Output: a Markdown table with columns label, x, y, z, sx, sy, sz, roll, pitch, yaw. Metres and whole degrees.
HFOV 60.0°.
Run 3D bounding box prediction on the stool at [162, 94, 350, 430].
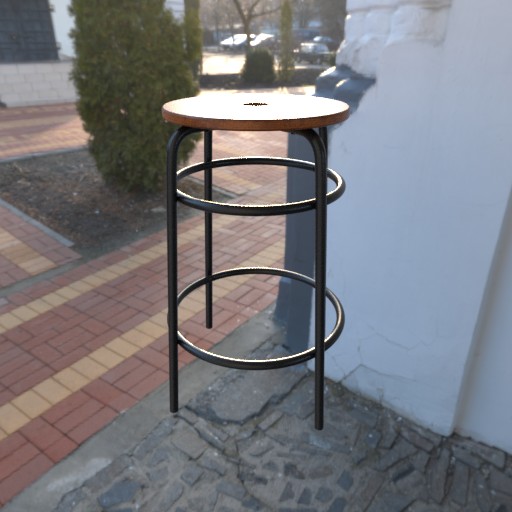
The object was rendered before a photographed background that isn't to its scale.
| label | x | y | z | sx | sy | sz | roll | pitch | yaw |
| --- | --- | --- | --- | --- | --- | --- | --- | --- | --- |
| stool | 0.000 | 0.000 | 0.934 | 0.455 | 0.610 | 0.455 | -18 | 31 | -32 |
